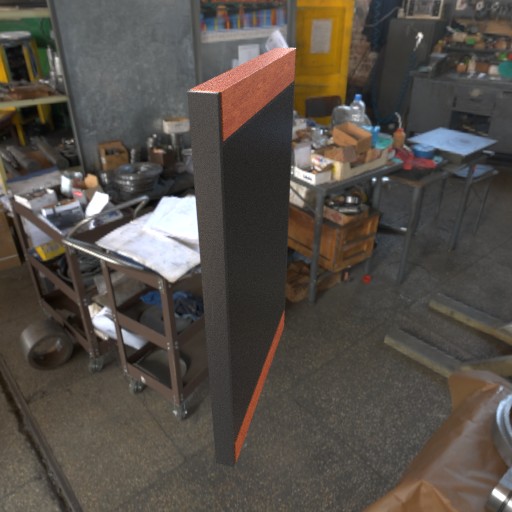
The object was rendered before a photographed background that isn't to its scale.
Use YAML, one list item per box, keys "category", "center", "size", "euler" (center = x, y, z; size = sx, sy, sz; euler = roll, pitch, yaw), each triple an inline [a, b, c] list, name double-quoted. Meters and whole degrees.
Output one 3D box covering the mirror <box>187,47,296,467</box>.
- category: "mirror"
  center: [0.000, 0.000, 1.025]
  size: [0.047, 0.823, 0.525]
  euler: [8, 32, 14]
